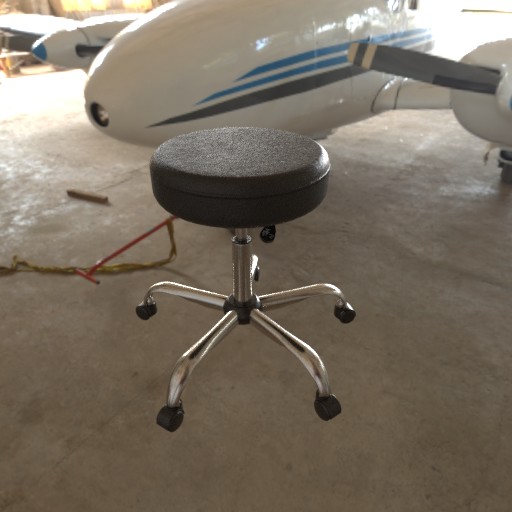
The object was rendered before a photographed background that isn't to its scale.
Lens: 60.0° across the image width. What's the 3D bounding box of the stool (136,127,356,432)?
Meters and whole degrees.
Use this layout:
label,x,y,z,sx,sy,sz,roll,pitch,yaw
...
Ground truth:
label,x,y,z,sx,sy,sz,roll,pitch,yaw
stool,0.000,0.000,1.148,0.638,0.576,0.673,-10,32,-16
